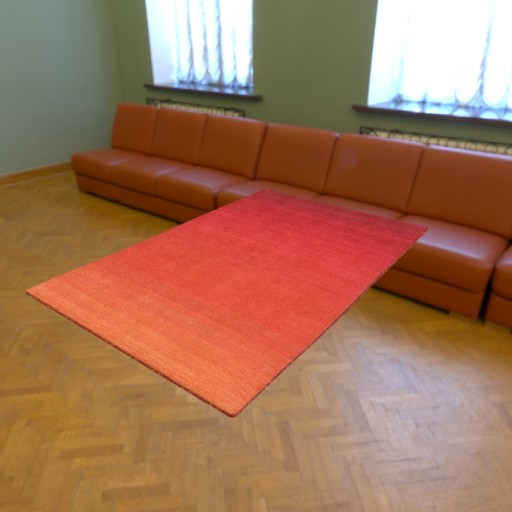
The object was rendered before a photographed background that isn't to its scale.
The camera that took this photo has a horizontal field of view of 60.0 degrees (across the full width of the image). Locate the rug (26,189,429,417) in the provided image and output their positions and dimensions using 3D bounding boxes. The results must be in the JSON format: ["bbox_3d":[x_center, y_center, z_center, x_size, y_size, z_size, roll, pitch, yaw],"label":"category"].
[{"bbox_3d":[0.000,0.000,2.316,1.230,0.018,1.835,19,32,33],"label":"rug"}]
